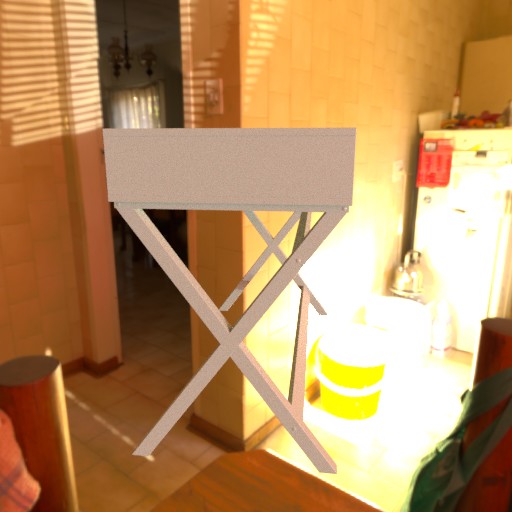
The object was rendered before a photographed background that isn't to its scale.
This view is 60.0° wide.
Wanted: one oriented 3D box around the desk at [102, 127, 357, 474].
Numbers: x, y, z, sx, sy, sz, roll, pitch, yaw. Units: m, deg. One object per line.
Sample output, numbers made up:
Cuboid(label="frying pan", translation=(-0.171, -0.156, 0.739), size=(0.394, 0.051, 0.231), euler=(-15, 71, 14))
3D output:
Cuboid(label="desk", translation=(0.000, 0.000, 1.468), size=(0.525, 0.780, 1.057), euler=(2, 14, 8))
